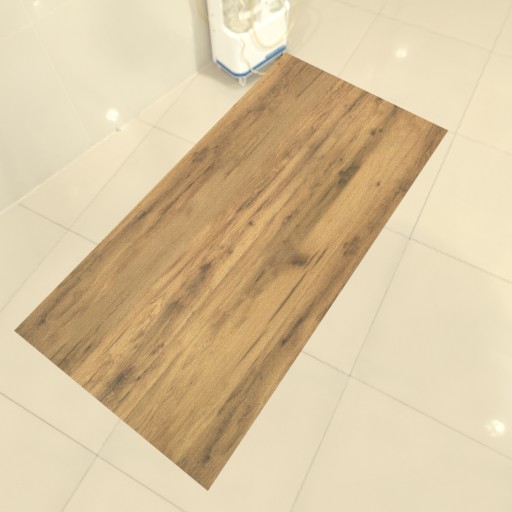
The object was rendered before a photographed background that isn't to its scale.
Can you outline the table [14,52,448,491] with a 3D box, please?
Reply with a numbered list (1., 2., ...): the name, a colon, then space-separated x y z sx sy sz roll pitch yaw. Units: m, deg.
1. table: 0.000 0.000 2.383 1.000 0.770 2.000 32 68 15
